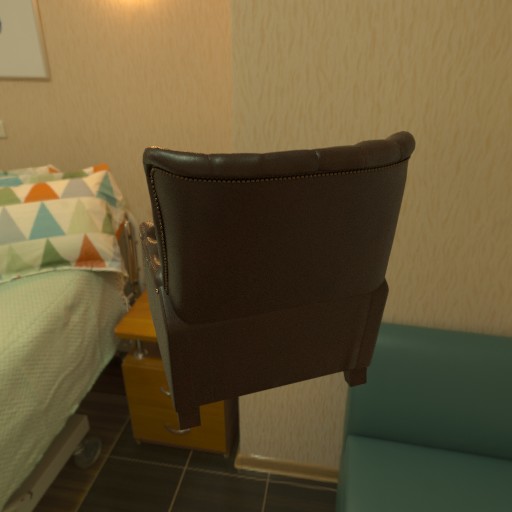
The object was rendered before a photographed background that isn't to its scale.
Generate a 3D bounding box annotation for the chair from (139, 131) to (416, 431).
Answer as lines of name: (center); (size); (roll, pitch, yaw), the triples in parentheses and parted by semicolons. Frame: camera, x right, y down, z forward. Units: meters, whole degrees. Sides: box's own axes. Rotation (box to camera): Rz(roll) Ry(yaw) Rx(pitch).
chair: (0.000, 0.000, 1.482); (0.709, 0.864, 0.823); (-8, 26, -17)
